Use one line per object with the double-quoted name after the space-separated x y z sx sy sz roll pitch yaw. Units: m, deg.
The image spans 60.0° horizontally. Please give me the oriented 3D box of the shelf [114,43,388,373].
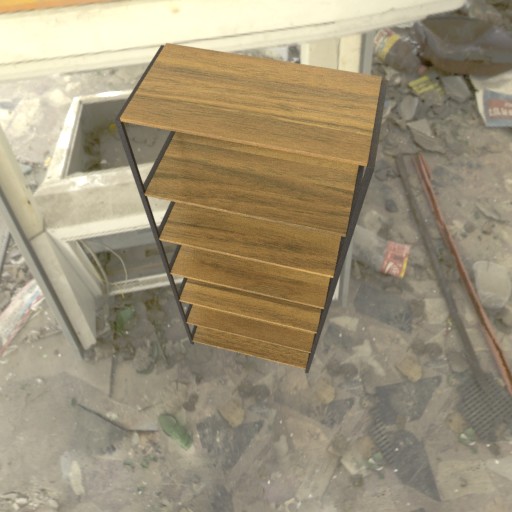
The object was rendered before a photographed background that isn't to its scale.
0.000 0.000 2.343 0.847 2.015 0.431 12 59 8 "shelf"
